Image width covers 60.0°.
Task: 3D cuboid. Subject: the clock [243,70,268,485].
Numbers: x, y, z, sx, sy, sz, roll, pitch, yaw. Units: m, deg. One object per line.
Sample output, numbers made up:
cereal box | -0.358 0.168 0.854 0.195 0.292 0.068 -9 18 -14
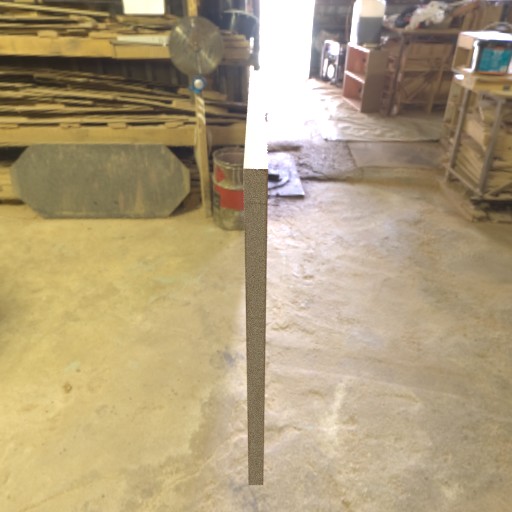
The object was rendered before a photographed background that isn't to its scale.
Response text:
clock | 0.000 0.000 1.051 0.032 0.705 0.705 0 32 0
